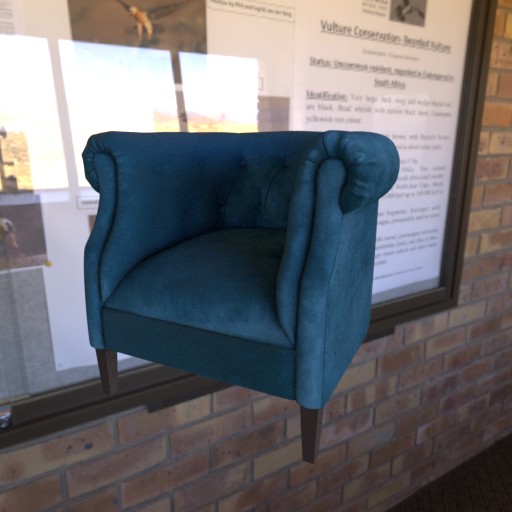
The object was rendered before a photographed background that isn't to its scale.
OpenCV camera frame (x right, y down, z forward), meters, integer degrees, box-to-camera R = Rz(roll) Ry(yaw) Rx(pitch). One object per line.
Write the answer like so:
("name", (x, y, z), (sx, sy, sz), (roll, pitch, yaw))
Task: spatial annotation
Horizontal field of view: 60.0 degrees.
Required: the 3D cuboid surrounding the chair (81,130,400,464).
("chair", (0.000, 0.000, 1.512), (0.904, 0.826, 0.851), (8, 17, 26))
